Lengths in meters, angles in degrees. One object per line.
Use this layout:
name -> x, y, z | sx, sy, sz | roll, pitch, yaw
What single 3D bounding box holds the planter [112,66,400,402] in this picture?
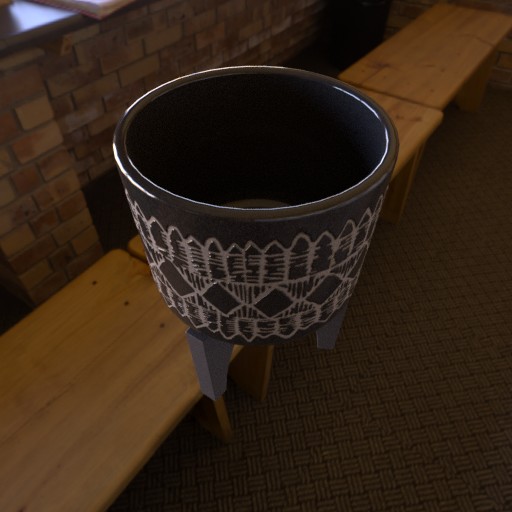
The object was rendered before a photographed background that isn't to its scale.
planter -> 0.000, 0.000, 0.403 | 0.196, 0.264, 0.196 | 3, 46, 3
